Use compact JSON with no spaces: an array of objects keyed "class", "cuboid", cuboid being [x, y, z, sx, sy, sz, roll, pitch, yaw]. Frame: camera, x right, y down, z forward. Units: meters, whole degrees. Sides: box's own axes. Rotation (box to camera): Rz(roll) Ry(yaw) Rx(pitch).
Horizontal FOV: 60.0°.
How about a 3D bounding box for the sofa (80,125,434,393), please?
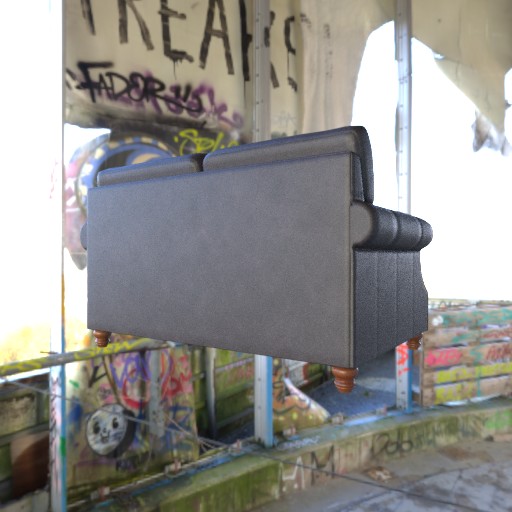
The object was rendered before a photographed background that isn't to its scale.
[{"class":"sofa","cuboid":[0.000,0.000,2.363,1.663,0.979,1.030,0,0,35]}]
